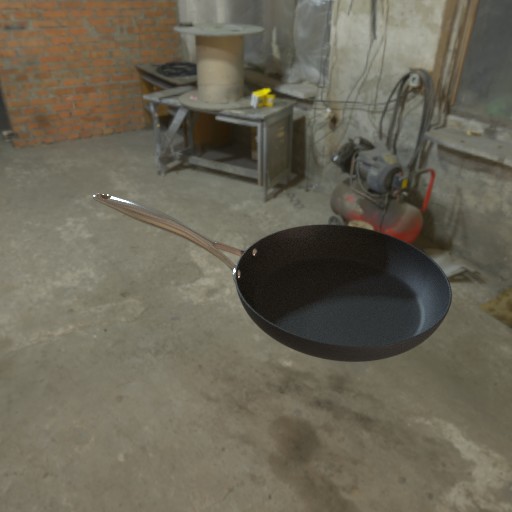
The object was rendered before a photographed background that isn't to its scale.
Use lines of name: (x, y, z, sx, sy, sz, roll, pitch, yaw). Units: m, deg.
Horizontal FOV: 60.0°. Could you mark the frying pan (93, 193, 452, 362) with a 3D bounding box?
frying pan: (0.000, 0.000, 0.569, 0.472, 0.105, 0.255, 11, 33, 17)
